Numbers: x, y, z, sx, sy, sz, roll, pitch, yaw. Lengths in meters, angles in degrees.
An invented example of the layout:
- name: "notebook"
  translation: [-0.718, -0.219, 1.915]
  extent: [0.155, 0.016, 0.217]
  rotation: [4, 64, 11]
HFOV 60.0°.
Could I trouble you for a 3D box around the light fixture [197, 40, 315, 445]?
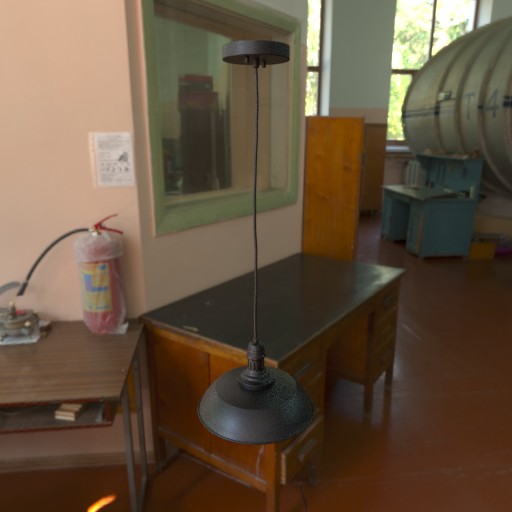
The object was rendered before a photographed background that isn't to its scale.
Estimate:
- name: "light fixture"
  translation: [0.000, 0.000, 1.148]
  extent: [0.331, 0.993, 0.331]
  rotation: [8, 17, 26]
